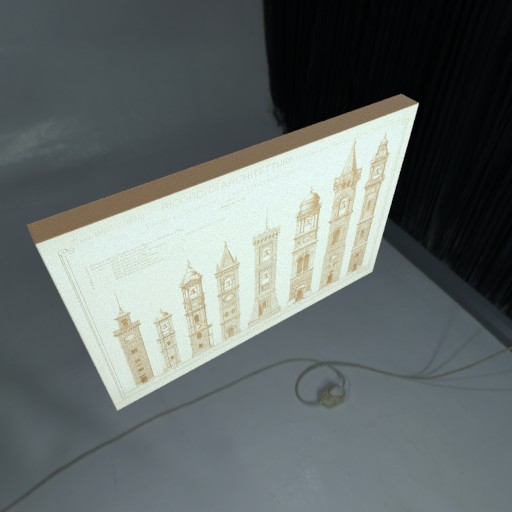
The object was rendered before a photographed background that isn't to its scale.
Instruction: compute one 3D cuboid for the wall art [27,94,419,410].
[{"bbox_3d":[0.000,0.000,0.765,0.609,0.407,0.039,-25,51,-22],"label":"wall art"}]
